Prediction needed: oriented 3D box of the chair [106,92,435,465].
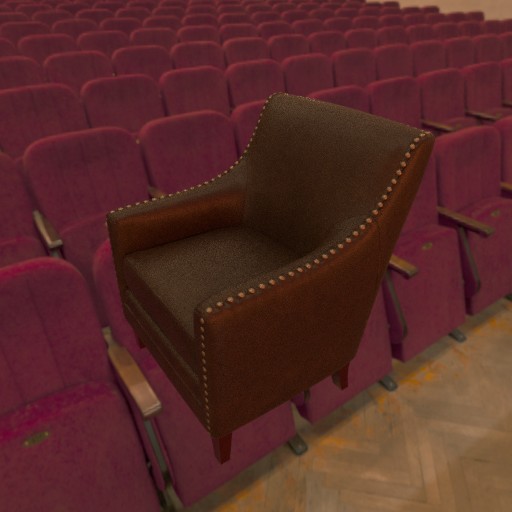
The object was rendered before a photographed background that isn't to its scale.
[{"bbox_3d":[0.000,0.000,1.352,0.704,0.813,0.639,-20,37,-30],"label":"chair"}]
